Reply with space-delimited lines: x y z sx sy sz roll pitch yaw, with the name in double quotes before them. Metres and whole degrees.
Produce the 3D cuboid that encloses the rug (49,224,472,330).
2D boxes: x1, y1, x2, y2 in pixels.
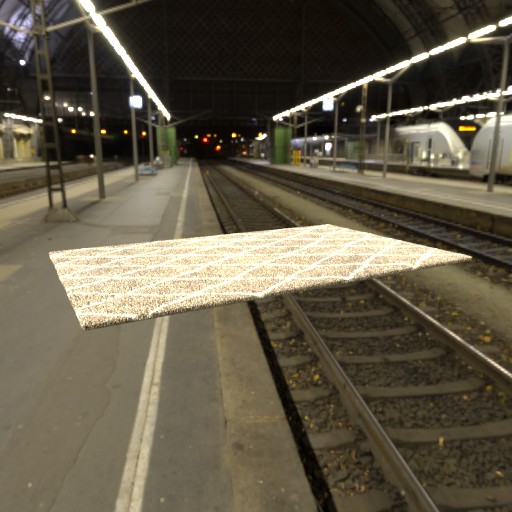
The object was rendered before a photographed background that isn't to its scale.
"rug" 0.000 0.000 2.995 2.438 0.030 1.524 -7 15 -28
